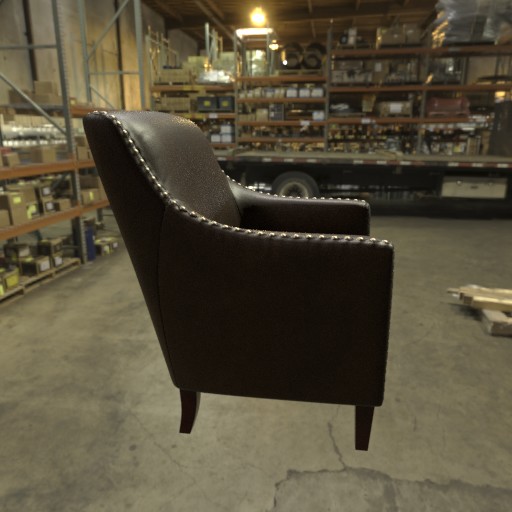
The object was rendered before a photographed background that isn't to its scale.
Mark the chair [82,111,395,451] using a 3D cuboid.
[{"bbox_3d":[0.000,0.000,1.305,0.704,0.813,0.639,2,16,8],"label":"chair"}]
